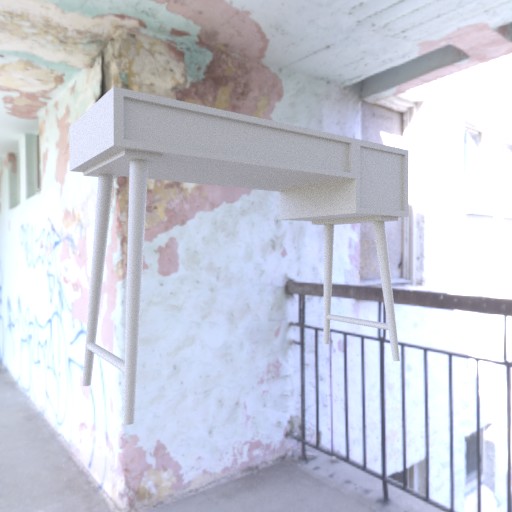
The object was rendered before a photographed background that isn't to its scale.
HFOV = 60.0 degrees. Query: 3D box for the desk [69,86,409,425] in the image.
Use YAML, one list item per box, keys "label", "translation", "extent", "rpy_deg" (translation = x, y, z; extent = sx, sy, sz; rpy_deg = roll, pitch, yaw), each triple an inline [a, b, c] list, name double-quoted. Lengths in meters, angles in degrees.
- label: "desk"
  translation: [0.000, 0.000, 1.460]
  extent: [1.069, 0.761, 0.409]
  rpy_deg: [-1, 1, -36]
